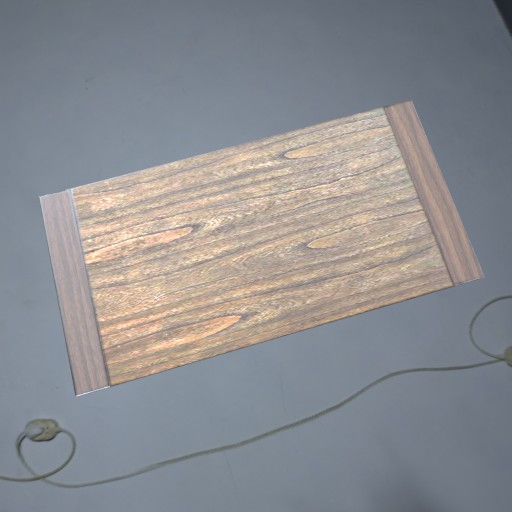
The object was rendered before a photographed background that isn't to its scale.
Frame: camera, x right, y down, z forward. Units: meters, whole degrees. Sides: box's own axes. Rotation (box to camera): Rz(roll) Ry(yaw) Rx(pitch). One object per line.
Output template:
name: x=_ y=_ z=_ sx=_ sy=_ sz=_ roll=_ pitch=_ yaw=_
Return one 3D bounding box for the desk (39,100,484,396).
desk: x=0.000 y=0.000 z=2.022 sx=1.543 sy=0.725 sz=0.784 roll=-16 pitch=77 yaw=-4
